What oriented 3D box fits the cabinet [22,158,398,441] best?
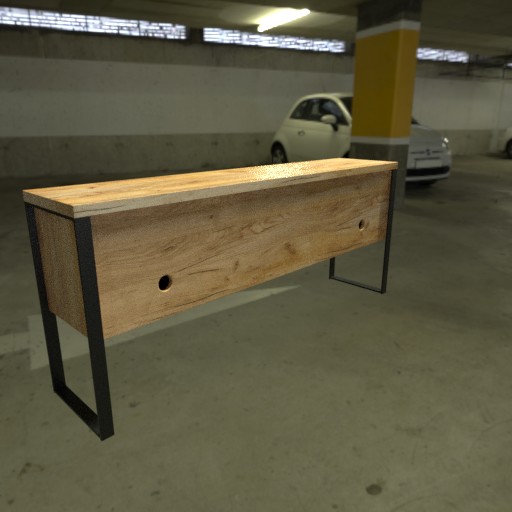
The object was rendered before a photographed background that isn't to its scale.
[{"bbox_3d":[0.000,0.000,2.049,0.395,0.762,1.800,16,23,42],"label":"cabinet"}]
